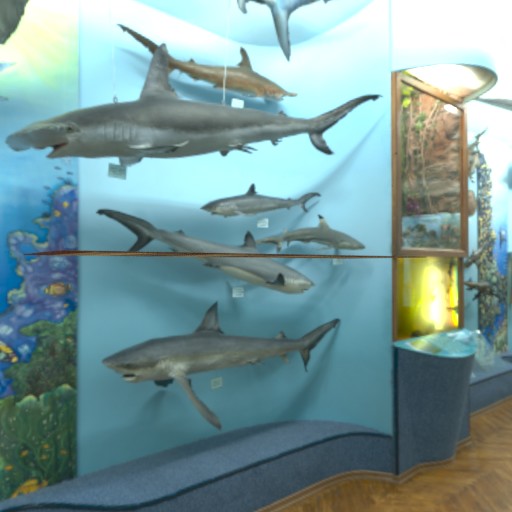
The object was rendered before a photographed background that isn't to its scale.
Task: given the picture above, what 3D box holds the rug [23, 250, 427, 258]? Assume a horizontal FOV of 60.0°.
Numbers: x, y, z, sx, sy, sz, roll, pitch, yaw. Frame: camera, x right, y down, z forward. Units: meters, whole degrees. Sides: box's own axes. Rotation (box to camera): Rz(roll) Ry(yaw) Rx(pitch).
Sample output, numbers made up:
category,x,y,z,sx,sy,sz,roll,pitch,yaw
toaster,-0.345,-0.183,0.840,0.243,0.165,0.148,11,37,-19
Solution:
category,x,y,z,sx,sy,sz,roll,pitch,yaw
rug,0.000,0.000,2.724,2.437,0.006,0.792,1,-1,-37
